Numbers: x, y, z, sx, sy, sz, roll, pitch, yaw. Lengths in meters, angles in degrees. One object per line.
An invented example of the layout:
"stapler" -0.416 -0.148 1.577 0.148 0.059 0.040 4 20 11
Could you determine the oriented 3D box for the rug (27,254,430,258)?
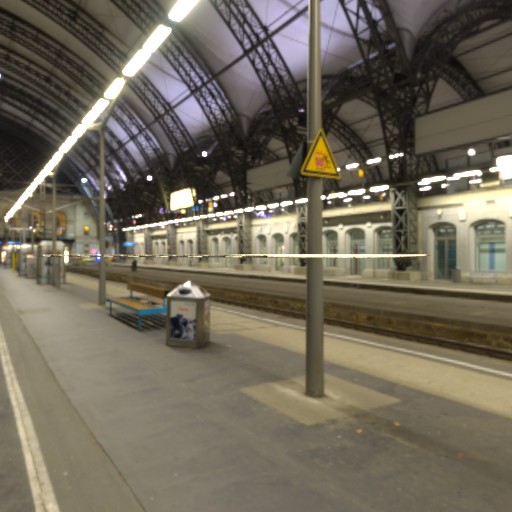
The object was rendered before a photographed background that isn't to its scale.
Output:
"rug" 0.000 0.000 4.225 2.342 0.026 3.221 0 0 37
